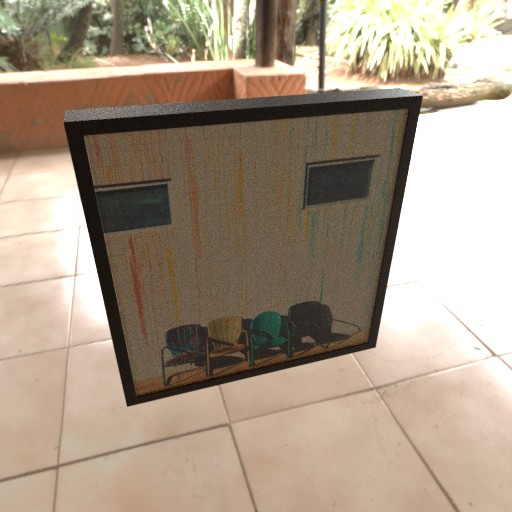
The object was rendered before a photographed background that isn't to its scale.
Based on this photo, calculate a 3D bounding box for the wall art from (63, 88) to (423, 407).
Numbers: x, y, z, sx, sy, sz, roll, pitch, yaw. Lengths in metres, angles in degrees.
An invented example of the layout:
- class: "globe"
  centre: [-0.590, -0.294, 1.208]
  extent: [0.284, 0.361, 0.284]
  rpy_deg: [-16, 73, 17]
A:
- class: "wall art"
  centre: [0.000, 0.000, 0.453]
  extent: [0.304, 0.304, 0.038]
  rpy_deg: [-9, 33, -15]
